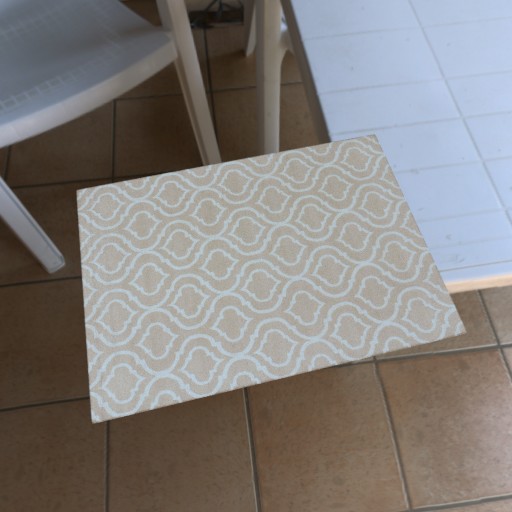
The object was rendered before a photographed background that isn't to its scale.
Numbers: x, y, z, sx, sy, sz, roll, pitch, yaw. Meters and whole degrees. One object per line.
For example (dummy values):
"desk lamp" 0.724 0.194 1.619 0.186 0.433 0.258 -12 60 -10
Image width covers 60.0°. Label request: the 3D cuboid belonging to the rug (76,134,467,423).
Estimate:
"rug" 0.000 0.000 2.769 2.134 0.010 1.524 -12 64 -6
